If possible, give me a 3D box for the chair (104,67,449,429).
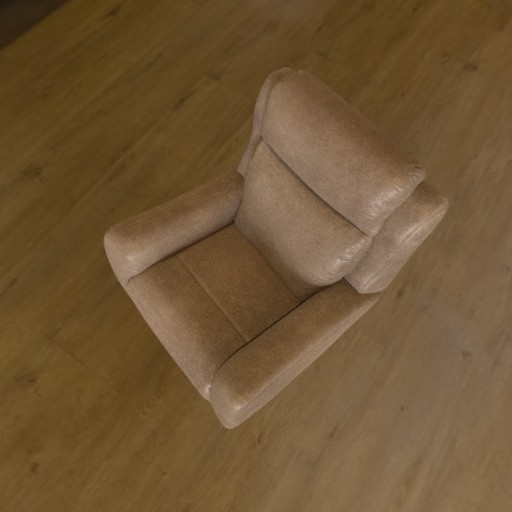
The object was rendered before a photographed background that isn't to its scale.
[{"bbox_3d":[0.000,0.000,1.932,1.068,1.116,0.965,-36,69,-16],"label":"chair"}]
